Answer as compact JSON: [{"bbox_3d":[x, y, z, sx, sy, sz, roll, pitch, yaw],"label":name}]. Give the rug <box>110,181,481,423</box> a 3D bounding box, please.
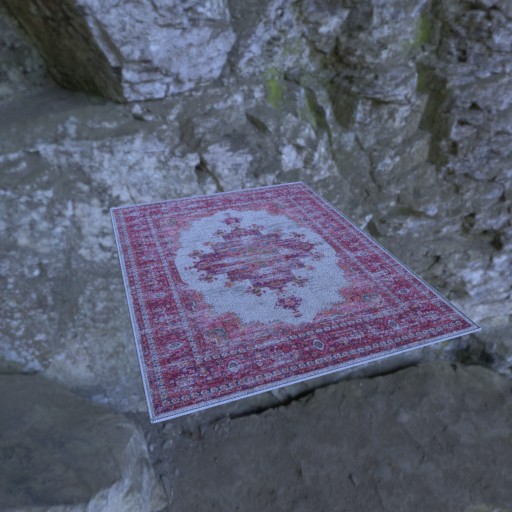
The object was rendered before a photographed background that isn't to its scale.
[{"bbox_3d":[0.000,0.000,4.188,2.447,0.017,3.123,-11,33,-17],"label":"rug"}]
